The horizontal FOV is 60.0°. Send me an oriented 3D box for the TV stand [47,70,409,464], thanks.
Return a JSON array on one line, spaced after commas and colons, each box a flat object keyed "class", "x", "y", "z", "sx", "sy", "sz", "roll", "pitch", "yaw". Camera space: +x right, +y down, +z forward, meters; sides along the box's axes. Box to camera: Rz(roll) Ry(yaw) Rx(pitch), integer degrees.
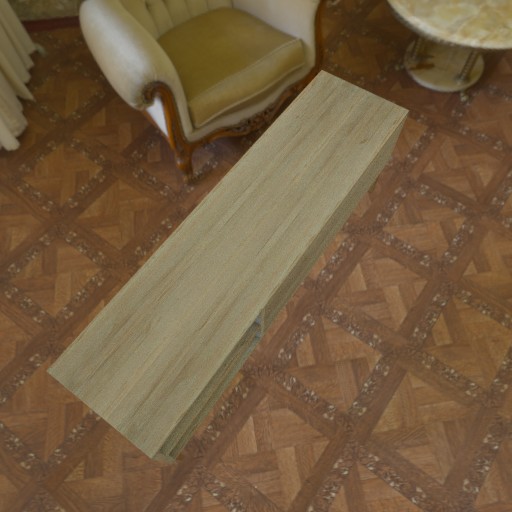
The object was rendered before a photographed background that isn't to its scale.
[{"class": "TV stand", "x": 0.000, "y": 0.000, "z": 1.826, "sx": 0.420, "sy": 0.550, "sz": 1.600, "roll": 32, "pitch": 67, "yaw": 15}]
